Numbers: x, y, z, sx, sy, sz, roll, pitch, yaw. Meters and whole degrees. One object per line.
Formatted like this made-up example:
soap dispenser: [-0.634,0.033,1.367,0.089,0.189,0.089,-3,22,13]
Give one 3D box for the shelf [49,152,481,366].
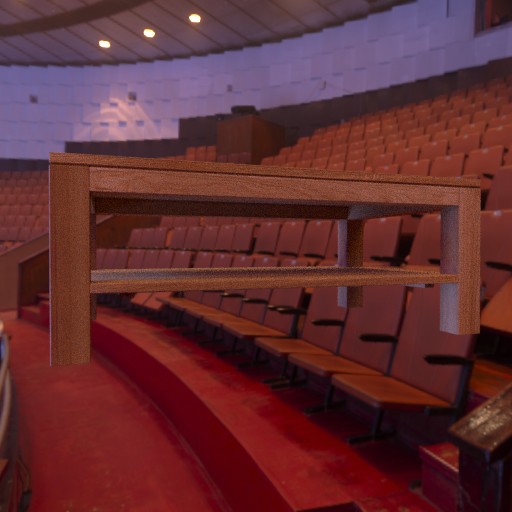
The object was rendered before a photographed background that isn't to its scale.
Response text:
shelf: [0.000,0.000,1.444,1.150,0.450,0.700,0,1,-19]
